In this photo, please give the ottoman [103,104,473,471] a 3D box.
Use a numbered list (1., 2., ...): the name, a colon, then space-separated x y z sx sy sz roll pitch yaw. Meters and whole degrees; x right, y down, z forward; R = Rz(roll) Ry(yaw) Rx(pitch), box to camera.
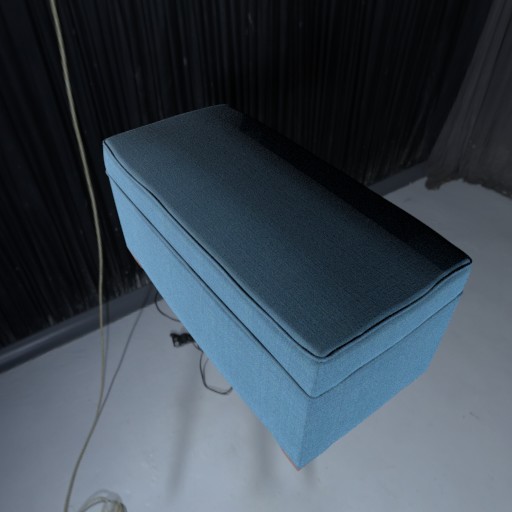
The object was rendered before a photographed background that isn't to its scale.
1. ottoman: 0.000 0.000 1.215 0.474 0.474 0.943 -26 48 -26
